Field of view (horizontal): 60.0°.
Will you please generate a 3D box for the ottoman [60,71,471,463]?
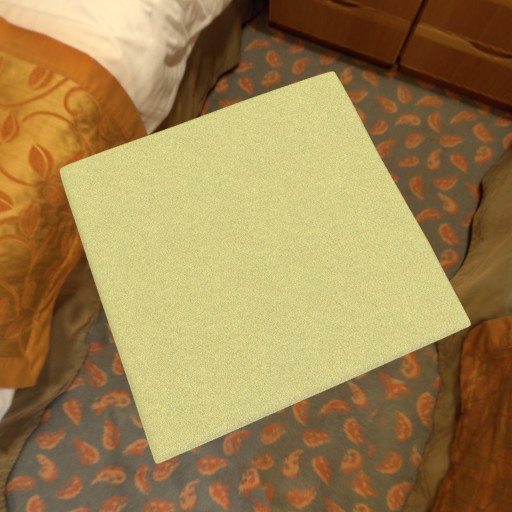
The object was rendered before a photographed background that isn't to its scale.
[{"bbox_3d":[0.000,0.000,1.525,1.004,0.379,0.968,-22,76,-6],"label":"ottoman"}]
